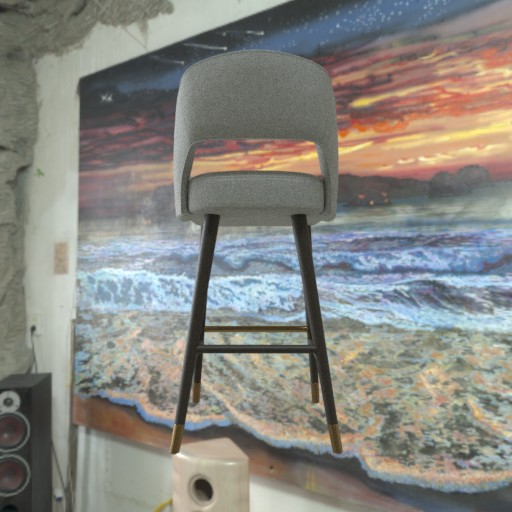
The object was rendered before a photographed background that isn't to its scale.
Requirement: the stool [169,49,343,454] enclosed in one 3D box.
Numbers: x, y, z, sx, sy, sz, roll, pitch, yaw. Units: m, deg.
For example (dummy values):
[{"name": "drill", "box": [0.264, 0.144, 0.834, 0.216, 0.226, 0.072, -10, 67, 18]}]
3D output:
[{"name": "stool", "box": [0.000, 0.000, 1.358, 0.494, 1.037, 0.509, 0, -2, 0]}]
